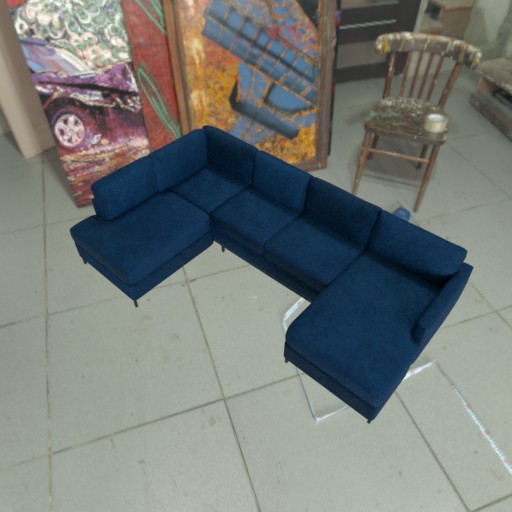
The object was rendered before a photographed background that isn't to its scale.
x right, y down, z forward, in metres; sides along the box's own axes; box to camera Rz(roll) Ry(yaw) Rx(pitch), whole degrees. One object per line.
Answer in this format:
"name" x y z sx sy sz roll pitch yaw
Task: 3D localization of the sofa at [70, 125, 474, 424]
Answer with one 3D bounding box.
"sofa" 0.000 0.000 4.364 3.434 0.992 2.055 32 54 28
